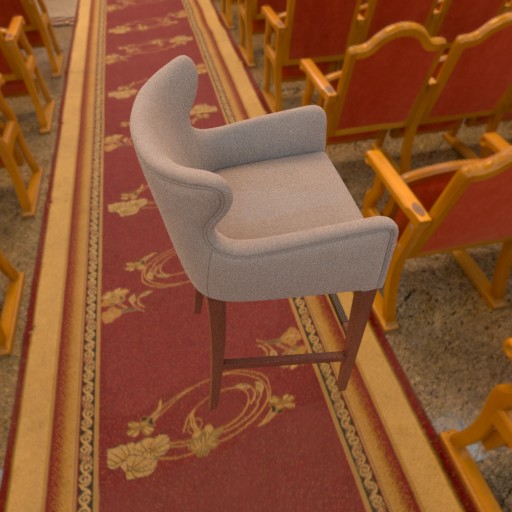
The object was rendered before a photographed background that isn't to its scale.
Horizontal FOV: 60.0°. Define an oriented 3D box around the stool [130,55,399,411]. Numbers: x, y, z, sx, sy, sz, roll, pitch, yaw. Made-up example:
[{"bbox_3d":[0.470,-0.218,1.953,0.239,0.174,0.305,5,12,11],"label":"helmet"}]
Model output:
[{"bbox_3d":[0.000,0.000,1.387,0.575,1.047,0.575,-9,48,-8],"label":"stool"}]
